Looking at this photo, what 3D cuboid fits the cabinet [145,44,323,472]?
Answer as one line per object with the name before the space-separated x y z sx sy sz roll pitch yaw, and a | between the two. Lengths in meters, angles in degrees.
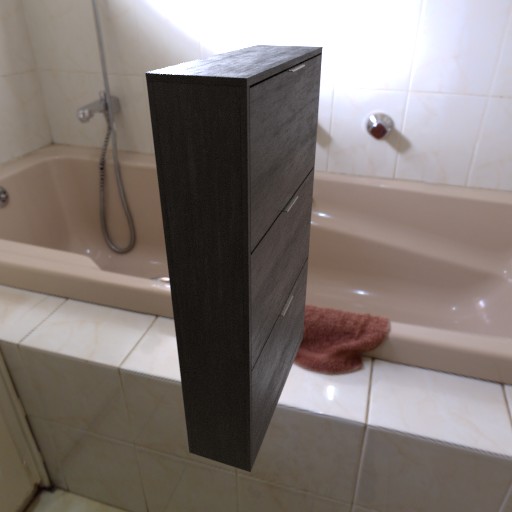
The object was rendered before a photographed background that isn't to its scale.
cabinet | 0.000 0.000 1.554 0.250 1.280 0.750 10 31 17
